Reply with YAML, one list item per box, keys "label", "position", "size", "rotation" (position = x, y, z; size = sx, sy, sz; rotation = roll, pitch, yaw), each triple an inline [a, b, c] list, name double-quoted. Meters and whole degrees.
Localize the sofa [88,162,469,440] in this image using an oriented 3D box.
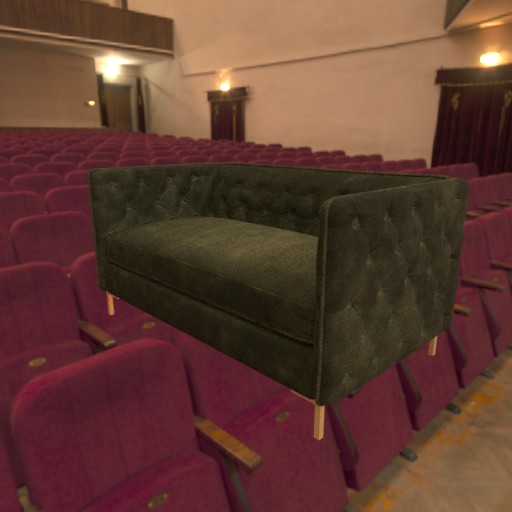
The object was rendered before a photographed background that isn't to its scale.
- label: "sofa"
  position: [0.000, 0.000, 2.053]
  size: [0.895, 0.768, 1.537]
  rotation: [-14, 21, -42]
